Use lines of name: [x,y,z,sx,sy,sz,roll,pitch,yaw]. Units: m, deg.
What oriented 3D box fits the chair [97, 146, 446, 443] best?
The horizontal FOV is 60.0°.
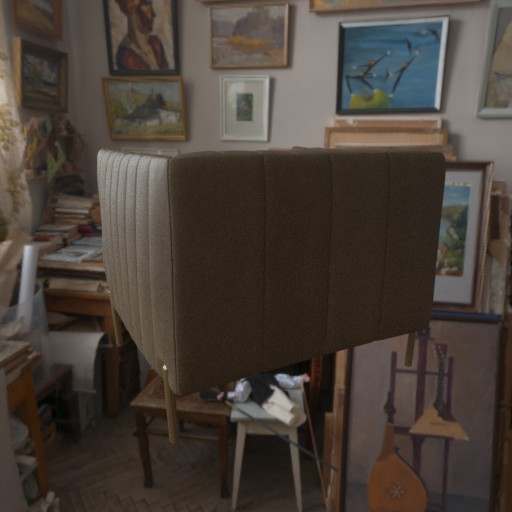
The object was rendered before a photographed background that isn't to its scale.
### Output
chair: [0.000,0.000,1.628,0.981,0.779,0.876,-8,17,-27]
